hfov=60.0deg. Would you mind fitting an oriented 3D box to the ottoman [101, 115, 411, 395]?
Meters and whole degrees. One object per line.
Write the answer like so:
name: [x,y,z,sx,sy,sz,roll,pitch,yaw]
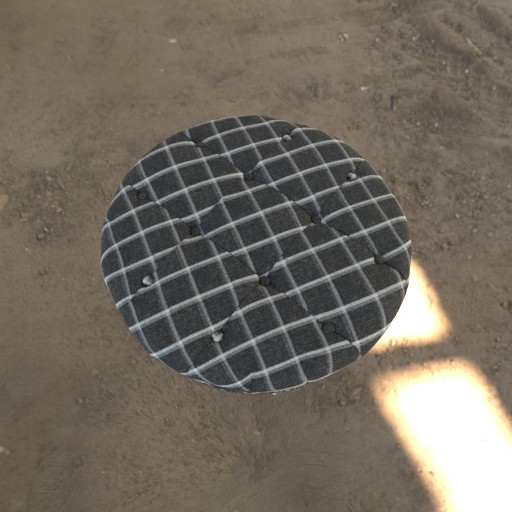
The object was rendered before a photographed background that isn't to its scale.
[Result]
ottoman: [0.000,0.000,1.423,0.901,0.439,0.901,0,63,0]
